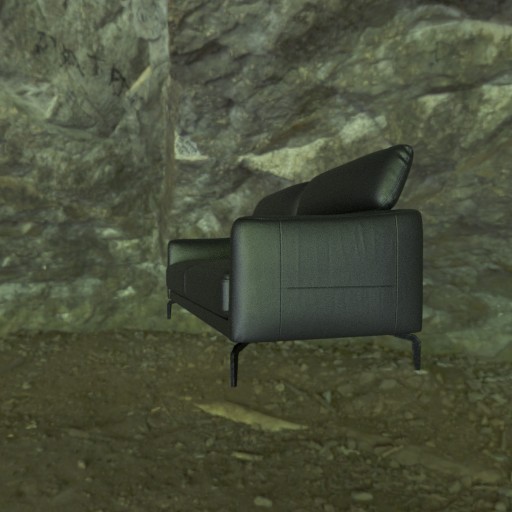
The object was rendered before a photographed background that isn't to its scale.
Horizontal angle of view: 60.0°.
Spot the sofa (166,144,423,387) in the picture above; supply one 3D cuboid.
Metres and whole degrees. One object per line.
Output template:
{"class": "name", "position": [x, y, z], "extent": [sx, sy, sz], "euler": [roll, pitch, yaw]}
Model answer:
{"class": "sofa", "position": [0.000, 0.000, 2.621], "extent": [0.856, 0.957, 2.069], "euler": [0, -1, -18]}
